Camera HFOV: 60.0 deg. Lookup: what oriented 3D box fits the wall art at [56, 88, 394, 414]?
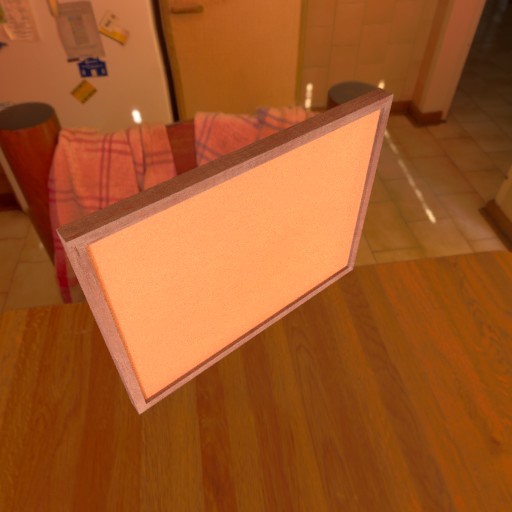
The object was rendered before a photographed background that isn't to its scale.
[{"bbox_3d":[0.000,0.000,1.815,1.320,1.009,0.070,-30,53,-26],"label":"wall art"}]
